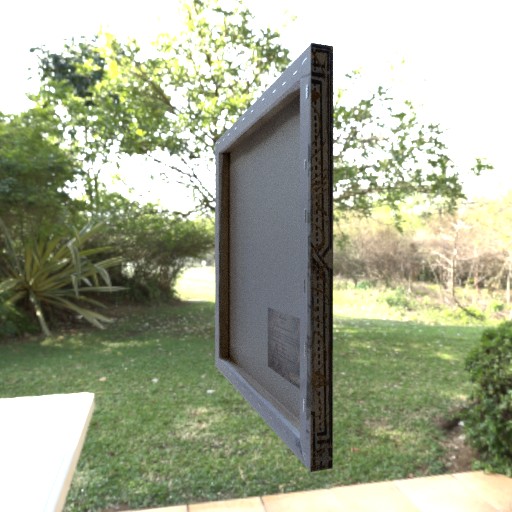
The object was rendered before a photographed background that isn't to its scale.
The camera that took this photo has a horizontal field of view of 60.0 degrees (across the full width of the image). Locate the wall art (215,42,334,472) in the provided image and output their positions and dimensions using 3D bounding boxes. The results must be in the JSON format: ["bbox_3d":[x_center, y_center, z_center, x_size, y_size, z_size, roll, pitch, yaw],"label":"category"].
[{"bbox_3d":[0.000,0.000,0.918,0.036,0.607,0.609,0,1,-18],"label":"wall art"}]
